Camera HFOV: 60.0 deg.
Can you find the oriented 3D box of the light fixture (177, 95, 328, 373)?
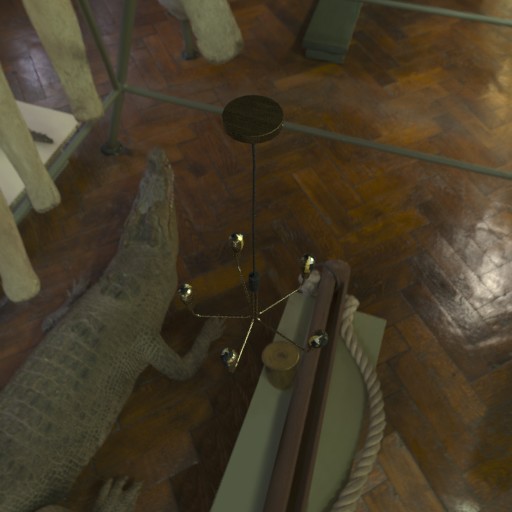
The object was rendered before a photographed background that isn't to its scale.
[{"bbox_3d":[0.000,0.000,1.395,0.588,1.059,0.532,17,59,10],"label":"light fixture"}]
